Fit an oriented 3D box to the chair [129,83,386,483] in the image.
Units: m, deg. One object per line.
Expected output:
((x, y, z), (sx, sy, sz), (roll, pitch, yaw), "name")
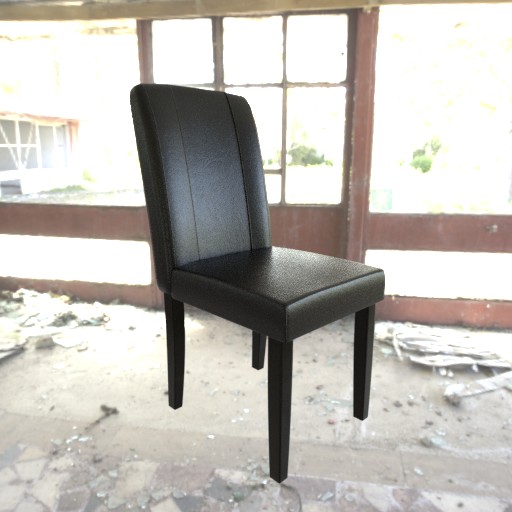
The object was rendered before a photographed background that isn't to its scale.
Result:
((0.000, 0.000, 1.185), (0.399, 0.897, 0.556), (-13, 18, -43), "chair")
